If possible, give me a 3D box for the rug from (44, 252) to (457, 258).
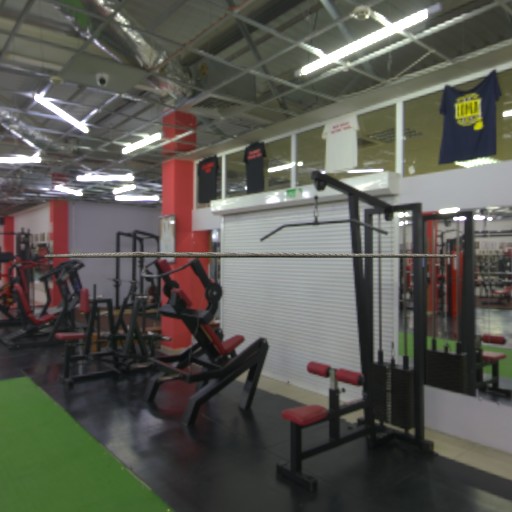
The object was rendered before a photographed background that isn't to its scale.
[{"bbox_3d":[0.000,0.000,2.368,1.842,0.019,1.237,0,0,-37],"label":"rug"}]
